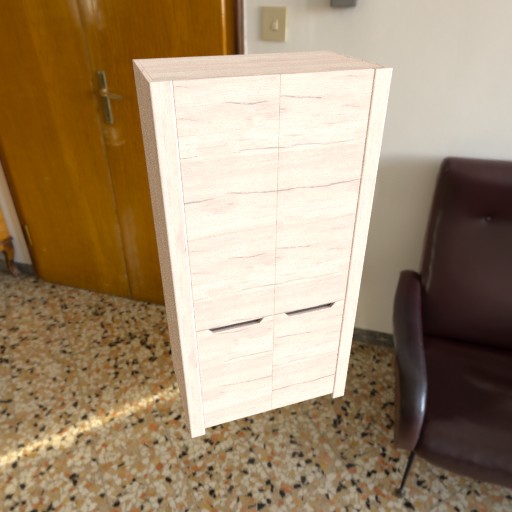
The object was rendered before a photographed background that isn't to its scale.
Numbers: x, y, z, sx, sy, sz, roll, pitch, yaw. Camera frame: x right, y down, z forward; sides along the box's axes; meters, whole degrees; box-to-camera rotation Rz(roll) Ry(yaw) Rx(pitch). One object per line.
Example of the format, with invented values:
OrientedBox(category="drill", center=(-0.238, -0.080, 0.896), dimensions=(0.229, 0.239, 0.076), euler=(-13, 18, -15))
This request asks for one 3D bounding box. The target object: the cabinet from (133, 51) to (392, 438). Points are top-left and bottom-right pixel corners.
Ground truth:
OrientedBox(category="cabinet", center=(0.000, 0.000, 2.399), dimensions=(0.980, 1.930, 0.580), euler=(-10, 33, -16))
